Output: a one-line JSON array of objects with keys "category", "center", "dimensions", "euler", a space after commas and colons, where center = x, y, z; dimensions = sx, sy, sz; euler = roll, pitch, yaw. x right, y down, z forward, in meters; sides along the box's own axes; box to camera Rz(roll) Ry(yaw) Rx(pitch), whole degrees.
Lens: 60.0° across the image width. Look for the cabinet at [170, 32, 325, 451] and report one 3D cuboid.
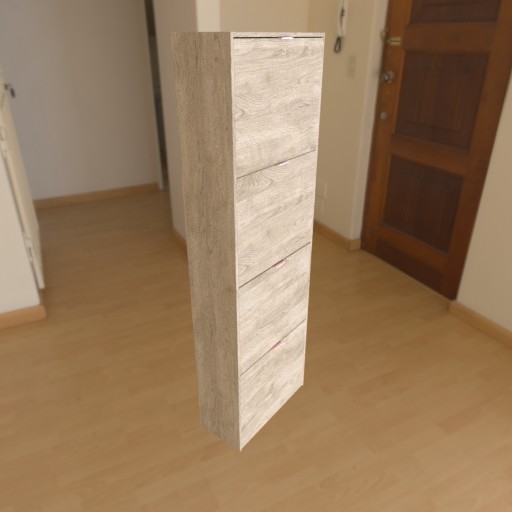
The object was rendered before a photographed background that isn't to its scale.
[{"category": "cabinet", "center": [0.000, 0.000, 1.809], "dimensions": [0.250, 1.630, 0.520], "euler": [19, 32, 33]}]
